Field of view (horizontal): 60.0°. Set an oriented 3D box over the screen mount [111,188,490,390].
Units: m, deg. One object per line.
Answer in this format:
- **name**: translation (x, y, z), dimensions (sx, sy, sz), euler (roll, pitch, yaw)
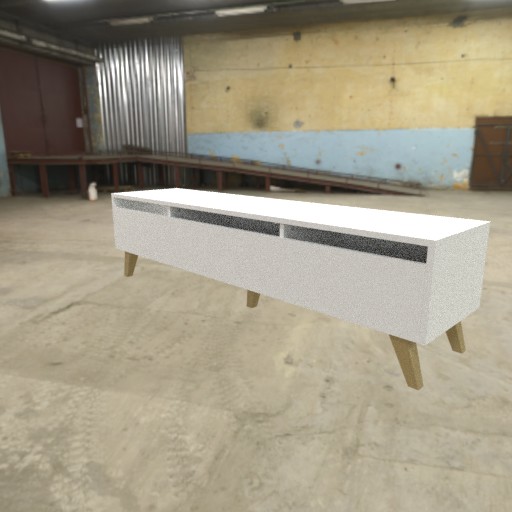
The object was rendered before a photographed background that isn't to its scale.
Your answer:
- **screen mount**: translation (0.000, 0.000, 1.846), dimensions (1.644, 0.432, 0.399), euler (13, 19, 43)
